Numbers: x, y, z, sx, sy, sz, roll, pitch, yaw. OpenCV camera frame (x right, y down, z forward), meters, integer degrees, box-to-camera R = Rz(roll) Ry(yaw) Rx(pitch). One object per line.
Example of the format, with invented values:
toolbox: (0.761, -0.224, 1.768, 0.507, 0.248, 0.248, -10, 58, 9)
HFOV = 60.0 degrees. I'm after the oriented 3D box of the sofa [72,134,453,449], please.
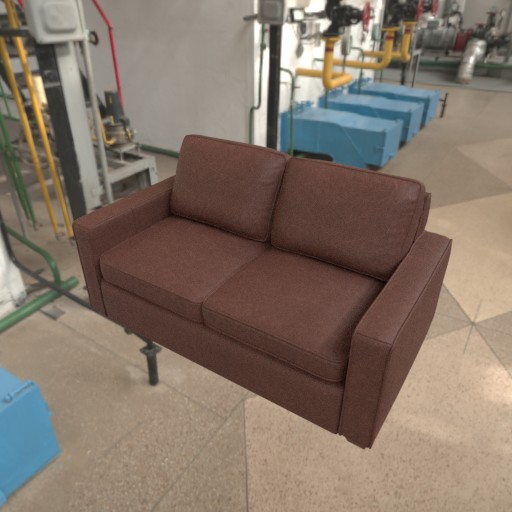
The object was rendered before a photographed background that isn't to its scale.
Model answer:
sofa: (0.000, 0.000, 2.276, 1.709, 0.918, 0.947, 19, 36, 28)
